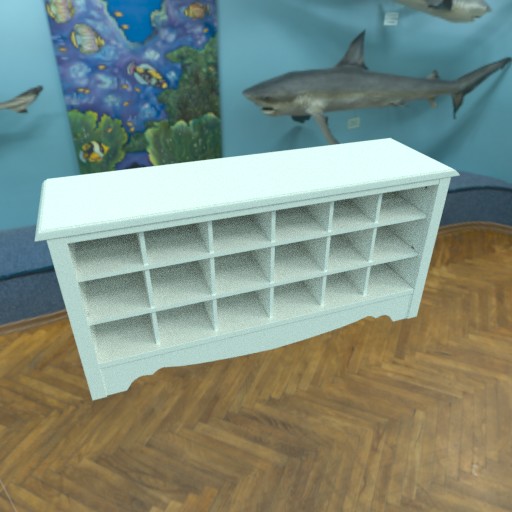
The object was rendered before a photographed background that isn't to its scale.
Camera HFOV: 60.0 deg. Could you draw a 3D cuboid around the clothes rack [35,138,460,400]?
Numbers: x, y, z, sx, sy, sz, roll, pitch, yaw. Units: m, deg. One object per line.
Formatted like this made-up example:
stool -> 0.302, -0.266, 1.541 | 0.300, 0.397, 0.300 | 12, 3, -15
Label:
clothes rack -> 0.000, 0.000, 1.368 | 1.120, 0.531, 0.324 | -11, 33, -17
